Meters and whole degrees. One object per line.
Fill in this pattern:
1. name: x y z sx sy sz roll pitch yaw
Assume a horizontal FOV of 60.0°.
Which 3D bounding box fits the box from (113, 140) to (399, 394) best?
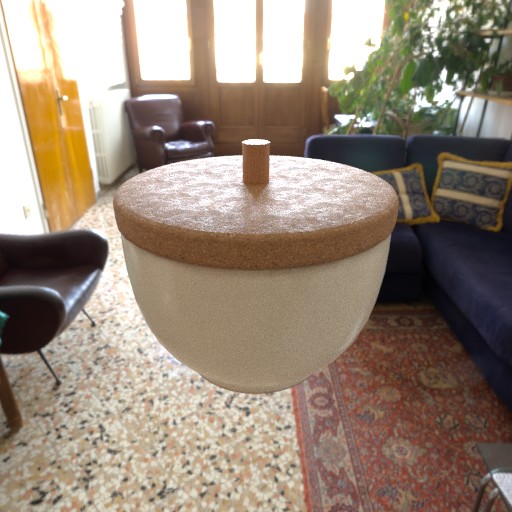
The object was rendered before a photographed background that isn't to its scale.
1. box: 0.000 0.000 0.185 0.107 0.094 0.107 0 25 0
